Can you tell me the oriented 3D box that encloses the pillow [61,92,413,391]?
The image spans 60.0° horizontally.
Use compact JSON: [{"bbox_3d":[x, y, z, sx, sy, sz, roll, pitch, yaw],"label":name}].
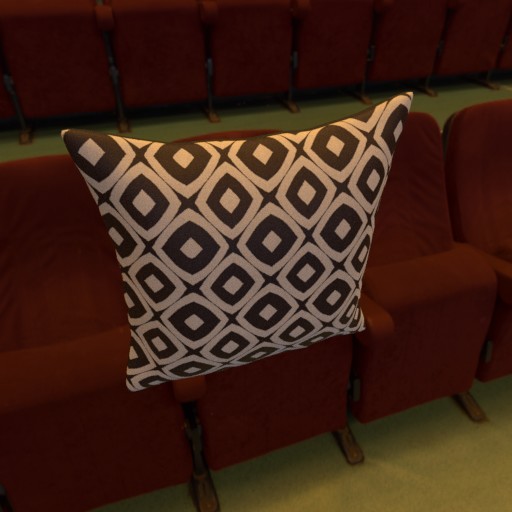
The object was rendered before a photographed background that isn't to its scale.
[{"bbox_3d":[0.000,0.000,0.747,0.504,0.494,0.188,-11,37,-16],"label":"pillow"}]
